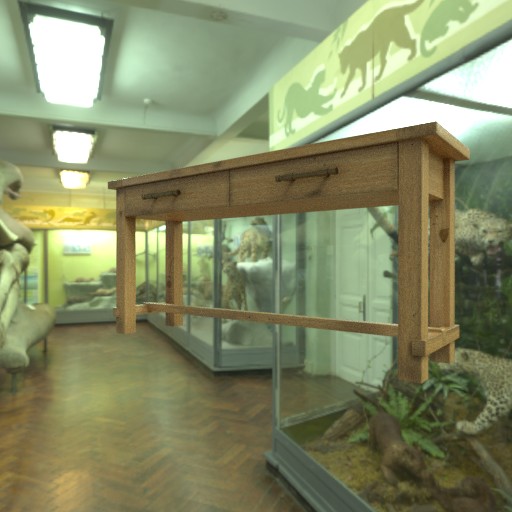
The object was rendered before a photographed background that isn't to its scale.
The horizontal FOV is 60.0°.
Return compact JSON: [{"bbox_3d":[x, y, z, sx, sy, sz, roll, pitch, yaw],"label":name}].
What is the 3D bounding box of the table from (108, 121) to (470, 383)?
[{"bbox_3d":[0.000,0.000,1.899,1.599,0.762,0.442,0,-1,38],"label":"table"}]
